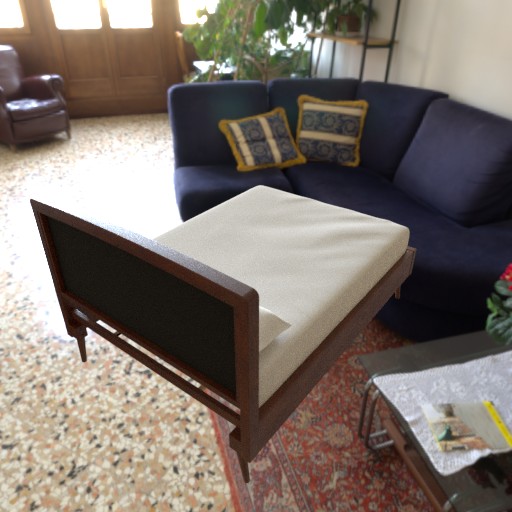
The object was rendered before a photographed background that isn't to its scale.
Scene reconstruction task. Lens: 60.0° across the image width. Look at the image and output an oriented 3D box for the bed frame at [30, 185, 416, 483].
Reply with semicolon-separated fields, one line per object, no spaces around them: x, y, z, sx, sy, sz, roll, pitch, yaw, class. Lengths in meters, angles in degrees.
0.000;0.000;3.152;1.587;1.279;2.171;22;37;31;bed frame
